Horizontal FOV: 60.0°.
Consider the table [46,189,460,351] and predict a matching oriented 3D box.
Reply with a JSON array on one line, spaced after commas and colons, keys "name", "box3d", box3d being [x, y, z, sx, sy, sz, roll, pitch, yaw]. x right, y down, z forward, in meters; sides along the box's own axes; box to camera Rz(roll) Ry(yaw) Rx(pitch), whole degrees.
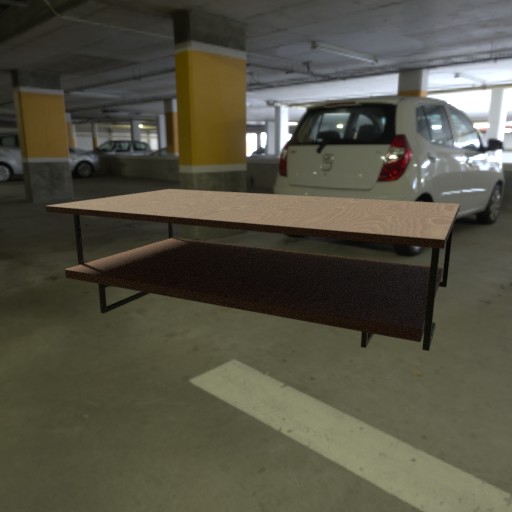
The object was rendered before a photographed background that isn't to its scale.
[{"name": "table", "box3d": [0.000, 0.000, 1.498, 1.197, 0.347, 0.651, 7, 15, 26]}]
